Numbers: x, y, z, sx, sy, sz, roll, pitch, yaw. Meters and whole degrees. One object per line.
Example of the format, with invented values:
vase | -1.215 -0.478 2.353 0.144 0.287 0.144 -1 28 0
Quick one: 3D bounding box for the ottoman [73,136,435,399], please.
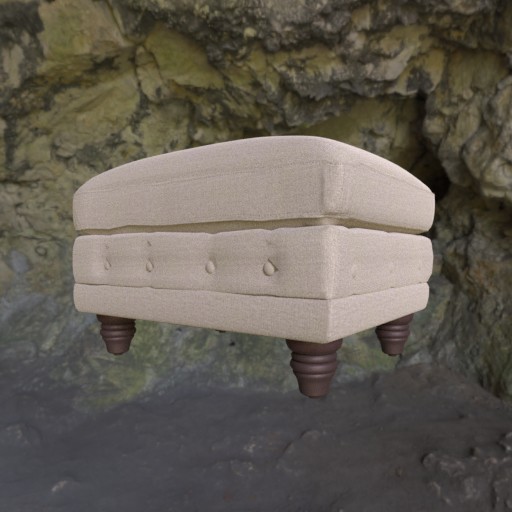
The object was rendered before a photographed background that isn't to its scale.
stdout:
ottoman | 0.000 0.000 1.034 0.684 0.463 0.541 0 0 36
